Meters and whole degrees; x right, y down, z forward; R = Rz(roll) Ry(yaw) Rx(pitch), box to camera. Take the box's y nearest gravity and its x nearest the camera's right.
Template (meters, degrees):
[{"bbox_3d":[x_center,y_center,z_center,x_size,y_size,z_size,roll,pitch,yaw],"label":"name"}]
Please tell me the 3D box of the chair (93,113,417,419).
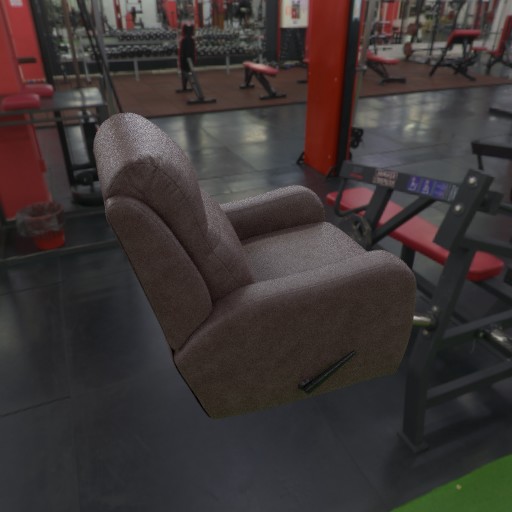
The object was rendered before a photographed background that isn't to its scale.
[{"bbox_3d":[0.000,0.000,1.765,1.067,1.067,0.865,-11,32,-18],"label":"chair"}]
